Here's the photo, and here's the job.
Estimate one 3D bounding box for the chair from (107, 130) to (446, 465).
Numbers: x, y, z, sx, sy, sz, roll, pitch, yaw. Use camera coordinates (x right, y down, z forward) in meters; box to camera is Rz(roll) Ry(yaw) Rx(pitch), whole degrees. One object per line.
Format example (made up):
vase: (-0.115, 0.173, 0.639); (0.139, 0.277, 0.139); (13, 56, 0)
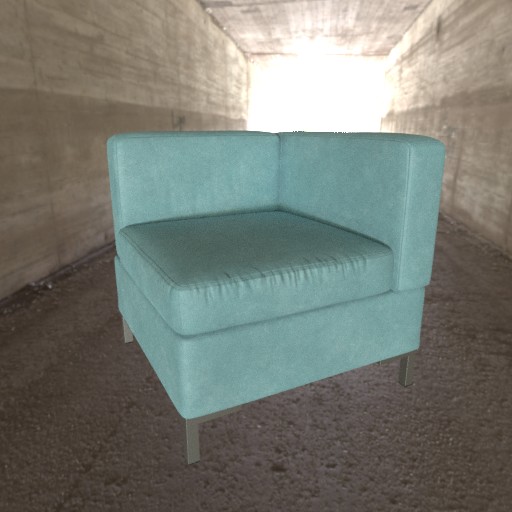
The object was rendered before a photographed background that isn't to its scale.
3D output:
chair: (0.000, 0.000, 1.225); (0.680, 0.660, 0.680); (-9, 19, -27)
